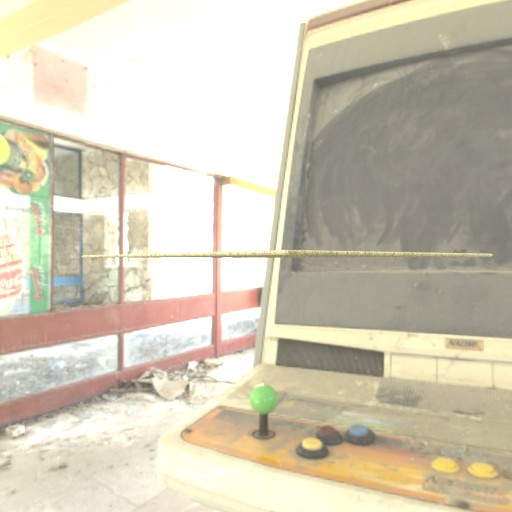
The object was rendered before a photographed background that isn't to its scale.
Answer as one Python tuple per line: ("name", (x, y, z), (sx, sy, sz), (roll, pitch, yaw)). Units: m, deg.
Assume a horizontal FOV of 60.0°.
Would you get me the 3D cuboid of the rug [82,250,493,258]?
("rug", (0.000, 0.000, 2.839), (1.523, 0.017, 2.263), (0, -1, -38))
